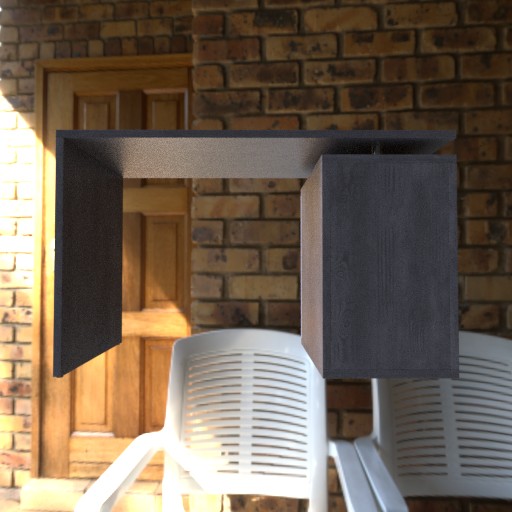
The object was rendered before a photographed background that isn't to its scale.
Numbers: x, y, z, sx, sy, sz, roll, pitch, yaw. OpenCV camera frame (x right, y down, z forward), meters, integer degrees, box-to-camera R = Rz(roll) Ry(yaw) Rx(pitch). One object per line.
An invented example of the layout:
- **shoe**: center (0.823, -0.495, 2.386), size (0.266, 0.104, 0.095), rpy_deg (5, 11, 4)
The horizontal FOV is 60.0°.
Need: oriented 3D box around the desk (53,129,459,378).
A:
- **desk**: center (0.000, 0.000, 1.617), size (1.200, 0.740, 0.600), rpy_deg (0, -1, 0)
